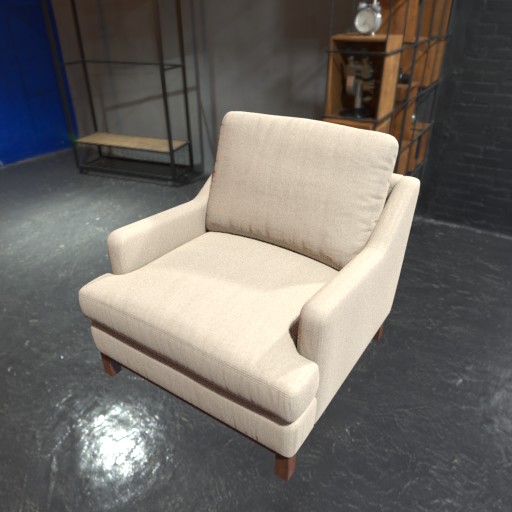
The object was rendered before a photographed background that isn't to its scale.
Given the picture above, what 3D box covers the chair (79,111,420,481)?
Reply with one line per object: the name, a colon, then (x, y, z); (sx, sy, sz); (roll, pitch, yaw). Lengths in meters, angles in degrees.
chair: (0.000, 0.000, 1.695); (0.912, 0.916, 1.001); (18, 35, 29)
